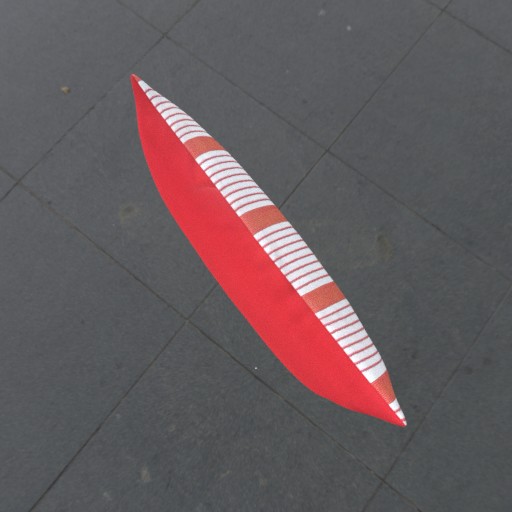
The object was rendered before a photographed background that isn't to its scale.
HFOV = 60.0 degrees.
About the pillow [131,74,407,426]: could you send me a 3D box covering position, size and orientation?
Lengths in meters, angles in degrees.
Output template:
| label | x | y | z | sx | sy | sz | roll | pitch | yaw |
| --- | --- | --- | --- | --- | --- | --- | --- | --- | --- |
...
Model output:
| label | x | y | z | sx | sy | sz | roll | pitch | yaw |
| --- | --- | --- | --- | --- | --- | --- | --- | --- | --- |
| pillow | 0.000 | 0.000 | 0.731 | 0.151 | 0.297 | 0.608 | -36 | 79 | -8 |
